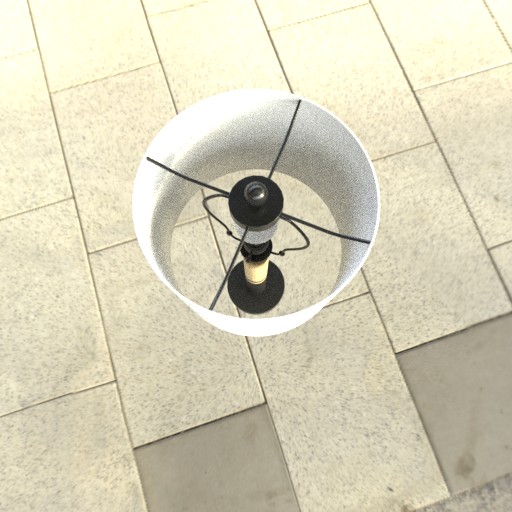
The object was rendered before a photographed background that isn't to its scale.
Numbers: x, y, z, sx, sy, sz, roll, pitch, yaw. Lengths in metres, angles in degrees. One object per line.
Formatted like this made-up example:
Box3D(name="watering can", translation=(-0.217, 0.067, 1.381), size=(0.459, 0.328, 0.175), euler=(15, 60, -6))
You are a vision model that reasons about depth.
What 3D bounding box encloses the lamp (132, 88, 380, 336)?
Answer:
Box3D(name="lamp", translation=(0.000, 0.000, 0.831), size=(0.305, 0.640, 0.305), euler=(-20, 77, -5))
